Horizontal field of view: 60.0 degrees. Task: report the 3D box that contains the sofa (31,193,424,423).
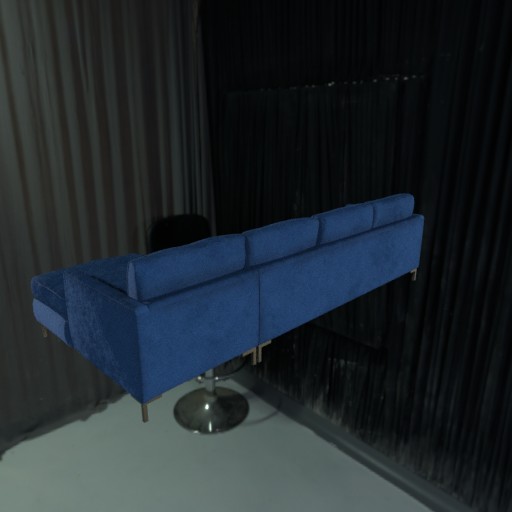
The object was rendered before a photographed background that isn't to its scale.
[{"bbox_3d":[0.000,0.000,3.453,2.932,0.810,1.350,-16,24,-42],"label":"sofa"}]
